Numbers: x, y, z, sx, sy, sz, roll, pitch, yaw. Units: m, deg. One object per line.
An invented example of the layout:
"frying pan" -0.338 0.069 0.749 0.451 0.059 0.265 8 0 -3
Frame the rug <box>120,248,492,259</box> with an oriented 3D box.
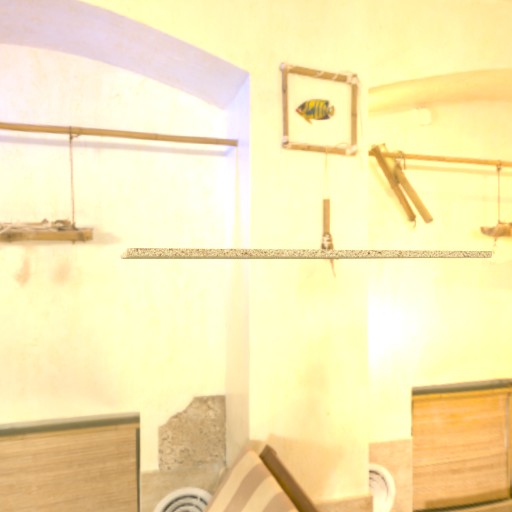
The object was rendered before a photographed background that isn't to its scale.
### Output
"rug" 0.000 0.000 2.075 1.199 0.025 1.600 0 -1 -18
